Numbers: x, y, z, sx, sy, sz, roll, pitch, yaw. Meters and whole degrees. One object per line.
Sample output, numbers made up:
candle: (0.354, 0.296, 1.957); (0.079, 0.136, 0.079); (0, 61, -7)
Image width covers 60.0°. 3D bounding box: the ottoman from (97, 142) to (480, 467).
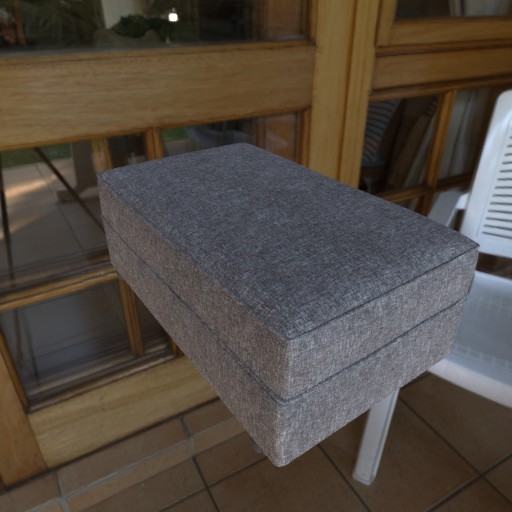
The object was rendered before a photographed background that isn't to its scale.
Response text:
ottoman: (0.000, 0.000, 1.532); (0.717, 0.487, 1.184); (-20, 36, -30)
